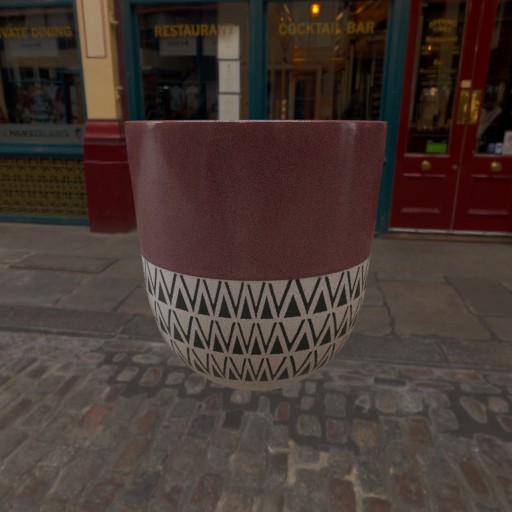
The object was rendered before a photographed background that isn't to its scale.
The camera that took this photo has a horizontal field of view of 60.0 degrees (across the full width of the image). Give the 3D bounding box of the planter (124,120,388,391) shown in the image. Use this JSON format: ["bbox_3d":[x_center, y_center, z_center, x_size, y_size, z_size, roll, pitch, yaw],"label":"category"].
[{"bbox_3d":[0.000,0.000,0.370,0.195,0.214,0.195,0,16,0],"label":"planter"}]
